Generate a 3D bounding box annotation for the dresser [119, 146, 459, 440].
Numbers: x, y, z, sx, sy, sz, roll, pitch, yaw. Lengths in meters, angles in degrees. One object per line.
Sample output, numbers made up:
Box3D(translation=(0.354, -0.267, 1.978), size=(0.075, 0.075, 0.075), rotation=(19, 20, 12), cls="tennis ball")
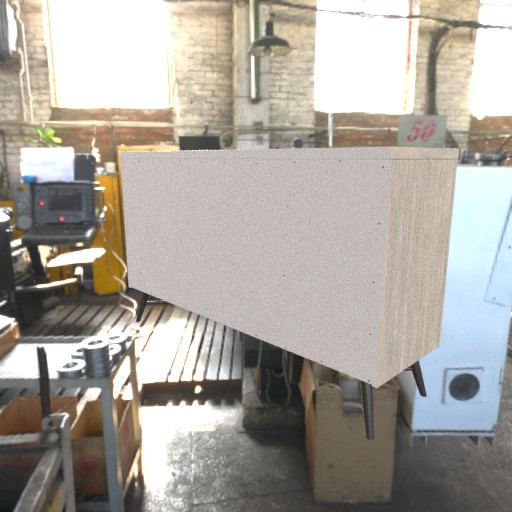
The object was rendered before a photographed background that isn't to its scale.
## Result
Box3D(translation=(0.000, 0.000, 1.977), size=(0.457, 0.914, 1.524), rotation=(-12, 17, -43), cls="dresser")
